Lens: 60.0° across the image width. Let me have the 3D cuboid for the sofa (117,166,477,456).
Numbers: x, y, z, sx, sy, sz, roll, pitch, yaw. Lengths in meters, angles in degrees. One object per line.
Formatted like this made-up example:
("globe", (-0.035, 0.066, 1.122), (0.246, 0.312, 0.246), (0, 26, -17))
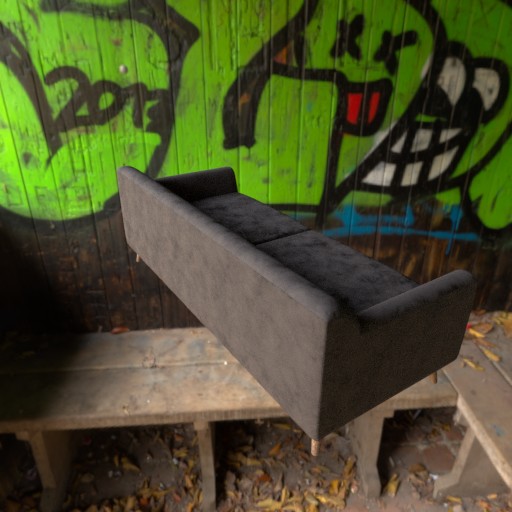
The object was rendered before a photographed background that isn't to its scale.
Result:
("sofa", (0.000, 0.000, 2.611), (0.900, 0.740, 2.190), (-16, 31, -29))
